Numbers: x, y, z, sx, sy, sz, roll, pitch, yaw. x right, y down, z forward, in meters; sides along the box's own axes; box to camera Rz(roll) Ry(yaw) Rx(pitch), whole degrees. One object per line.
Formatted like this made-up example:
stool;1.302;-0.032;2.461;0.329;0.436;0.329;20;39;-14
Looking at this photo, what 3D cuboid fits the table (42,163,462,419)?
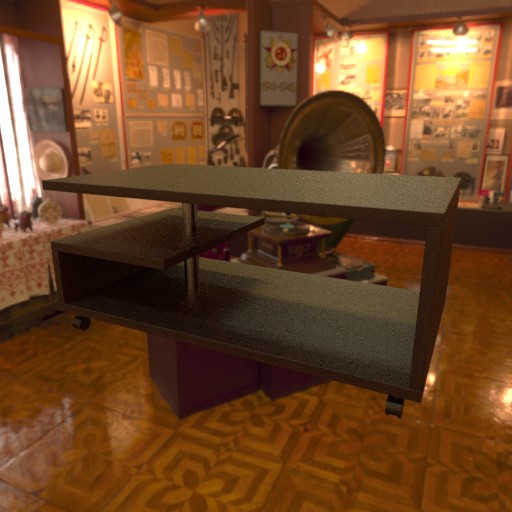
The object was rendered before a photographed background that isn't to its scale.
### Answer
table;0.000;0.000;1.336;1.050;0.460;0.590;8;19;25
